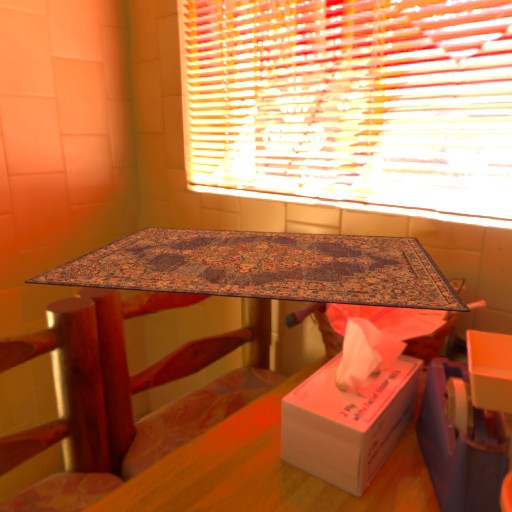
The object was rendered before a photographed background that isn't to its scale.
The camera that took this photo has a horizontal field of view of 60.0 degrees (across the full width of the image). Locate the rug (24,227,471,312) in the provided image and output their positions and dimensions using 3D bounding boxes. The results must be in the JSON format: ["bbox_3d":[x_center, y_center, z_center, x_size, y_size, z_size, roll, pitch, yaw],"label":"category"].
[{"bbox_3d":[0.000,0.000,3.804,2.940,0.011,2.053,3,15,10],"label":"rug"}]
